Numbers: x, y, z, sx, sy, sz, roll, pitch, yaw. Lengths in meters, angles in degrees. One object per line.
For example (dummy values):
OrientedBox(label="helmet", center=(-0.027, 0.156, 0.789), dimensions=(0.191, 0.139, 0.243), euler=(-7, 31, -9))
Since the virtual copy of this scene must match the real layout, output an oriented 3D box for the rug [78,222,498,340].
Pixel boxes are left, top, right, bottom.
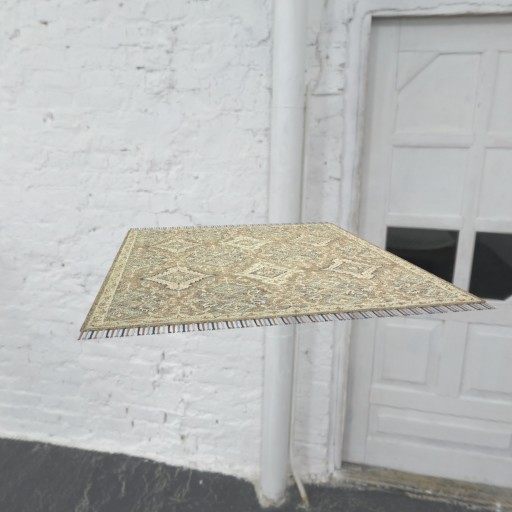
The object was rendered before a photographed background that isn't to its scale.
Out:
OrientedBox(label="rug", center=(0.000, 0.000, 3.926), dimensions=(2.437, 0.010, 3.056), euler=(-3, 15, -10))
